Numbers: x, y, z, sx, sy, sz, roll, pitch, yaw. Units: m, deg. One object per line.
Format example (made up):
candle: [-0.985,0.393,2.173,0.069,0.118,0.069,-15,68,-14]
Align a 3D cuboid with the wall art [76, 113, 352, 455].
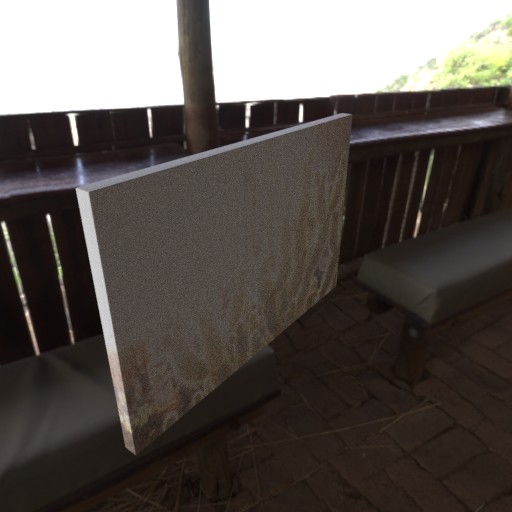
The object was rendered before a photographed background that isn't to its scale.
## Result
wall art: [0.000,0.000,1.173,0.040,0.608,0.916,19,33,33]
